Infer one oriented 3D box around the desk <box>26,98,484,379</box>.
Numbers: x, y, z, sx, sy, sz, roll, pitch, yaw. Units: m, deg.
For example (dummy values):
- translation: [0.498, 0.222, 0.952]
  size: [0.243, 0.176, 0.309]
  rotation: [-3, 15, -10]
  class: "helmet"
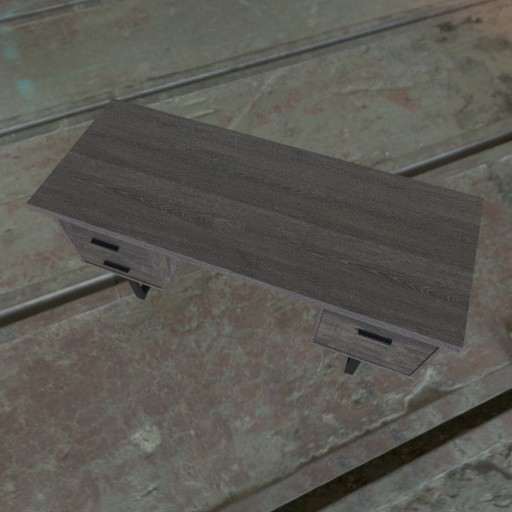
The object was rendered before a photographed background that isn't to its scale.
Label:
- translation: [0.000, 0.000, 1.909]
  size: [1.524, 0.760, 0.600]
  rotation: [18, 60, 11]
  class: "desk"
